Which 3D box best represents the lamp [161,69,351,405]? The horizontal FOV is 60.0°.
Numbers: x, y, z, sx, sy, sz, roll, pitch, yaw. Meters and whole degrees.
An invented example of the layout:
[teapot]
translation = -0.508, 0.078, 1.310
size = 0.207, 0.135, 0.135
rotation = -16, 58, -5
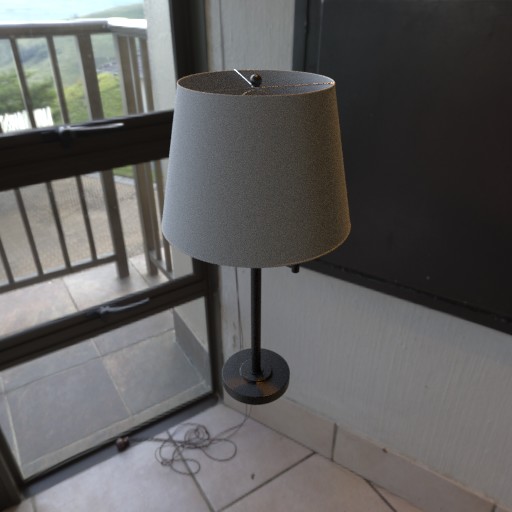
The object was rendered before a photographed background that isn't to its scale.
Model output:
[lamp]
translation = 0.000, 0.000, 0.908
size = 0.363, 0.696, 0.363
rotation = 0, 30, 0
